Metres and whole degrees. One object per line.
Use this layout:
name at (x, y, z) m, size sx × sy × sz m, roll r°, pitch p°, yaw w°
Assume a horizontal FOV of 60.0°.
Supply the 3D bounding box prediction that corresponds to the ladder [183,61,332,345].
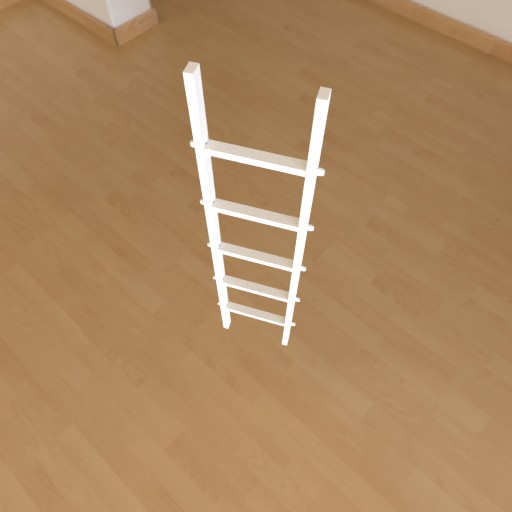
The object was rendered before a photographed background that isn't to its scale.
ladder at (0.000, 0.000, 1.952) m, size 0.452 × 1.797 × 0.051 m, roll 14°, pitch 60°, yaw 9°
